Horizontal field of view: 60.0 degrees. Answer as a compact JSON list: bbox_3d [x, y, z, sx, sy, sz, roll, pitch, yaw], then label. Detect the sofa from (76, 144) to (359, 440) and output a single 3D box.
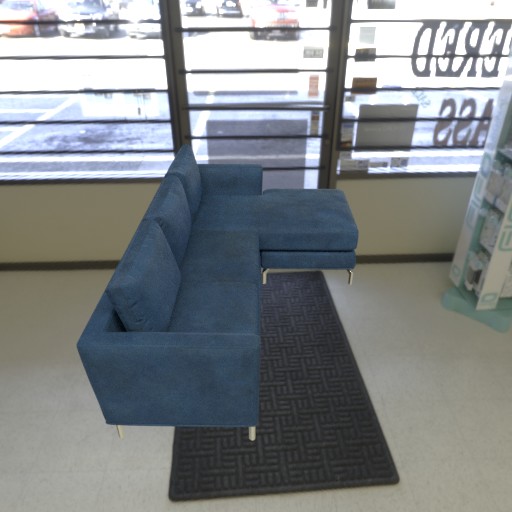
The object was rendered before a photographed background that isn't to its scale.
[{"bbox_3d":[0.000,0.000,3.183,1.622,0.987,2.438,1,31,1],"label":"sofa"}]
